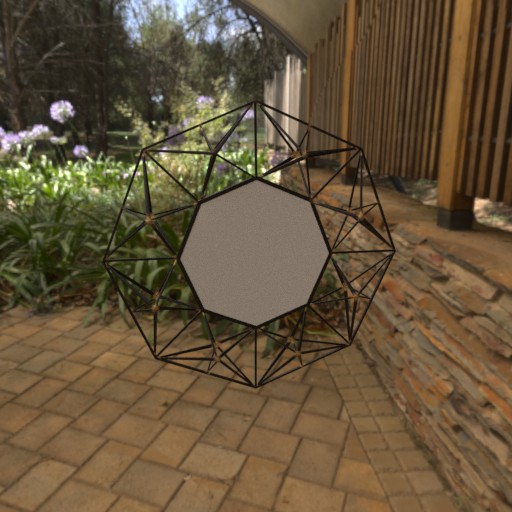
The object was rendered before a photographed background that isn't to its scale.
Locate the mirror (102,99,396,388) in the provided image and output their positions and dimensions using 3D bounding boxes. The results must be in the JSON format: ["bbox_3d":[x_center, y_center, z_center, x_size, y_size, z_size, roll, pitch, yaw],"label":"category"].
[{"bbox_3d":[0.000,0.000,1.064,0.710,0.710,0.094,-2,15,-8],"label":"mirror"}]
